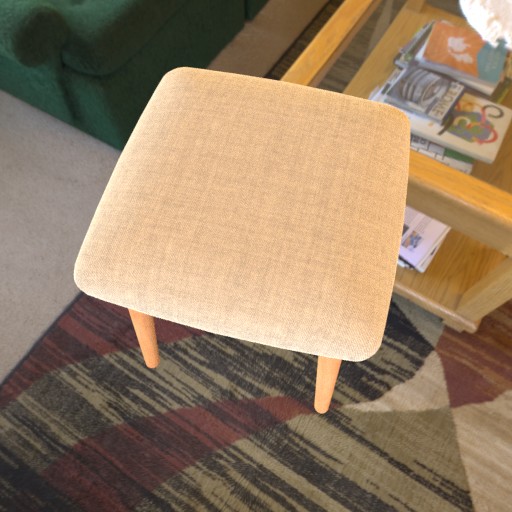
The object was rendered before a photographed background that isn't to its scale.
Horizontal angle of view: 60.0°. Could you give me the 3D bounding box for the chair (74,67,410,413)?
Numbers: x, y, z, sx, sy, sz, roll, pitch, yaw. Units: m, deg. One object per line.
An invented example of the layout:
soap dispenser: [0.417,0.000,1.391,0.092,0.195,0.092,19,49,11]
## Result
chair: [0.000,0.000,0.686,0.350,0.440,0.350,13,65,6]
